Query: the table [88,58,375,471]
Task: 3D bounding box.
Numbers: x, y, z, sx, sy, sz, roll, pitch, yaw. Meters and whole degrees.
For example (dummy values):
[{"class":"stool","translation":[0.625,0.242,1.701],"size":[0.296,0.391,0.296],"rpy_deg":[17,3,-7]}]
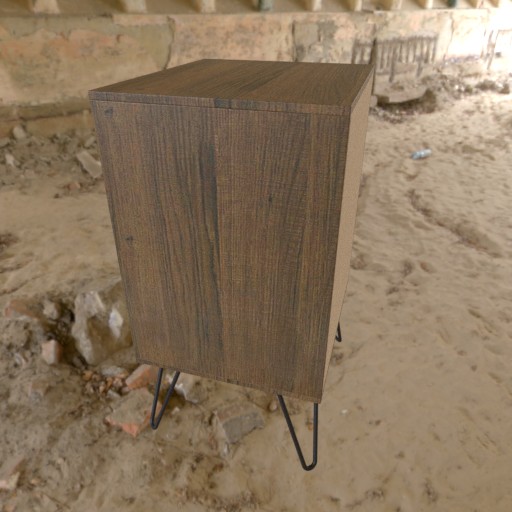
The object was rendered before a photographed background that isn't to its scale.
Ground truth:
[{"class":"table","translation":[0.000,0.000,1.137],"size":[0.457,0.866,0.526],"rpy_deg":[9,31,15]}]
